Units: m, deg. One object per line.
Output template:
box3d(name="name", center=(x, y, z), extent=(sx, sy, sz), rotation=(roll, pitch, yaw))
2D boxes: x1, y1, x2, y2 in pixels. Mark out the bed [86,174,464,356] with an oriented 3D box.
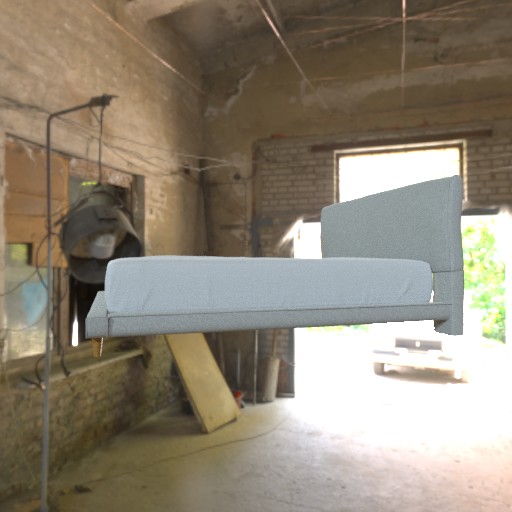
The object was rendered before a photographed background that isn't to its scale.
box3d(name="bed", center=(0.000, 0.000, 3.613), extent=(2.498, 1.126, 1.980), rotation=(0, -1, -18))
